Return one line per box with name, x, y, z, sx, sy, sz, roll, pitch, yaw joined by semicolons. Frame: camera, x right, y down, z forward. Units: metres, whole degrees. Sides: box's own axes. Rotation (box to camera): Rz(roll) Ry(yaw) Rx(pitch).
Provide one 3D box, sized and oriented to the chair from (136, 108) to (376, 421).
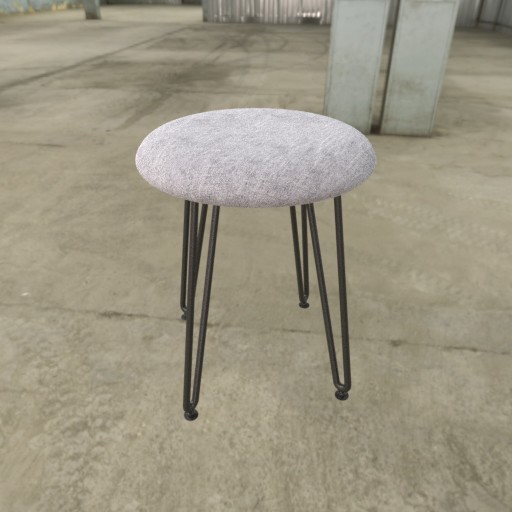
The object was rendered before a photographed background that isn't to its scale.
chair;0.000;0.000;0.665;0.350;0.386;0.350;20;37;30
